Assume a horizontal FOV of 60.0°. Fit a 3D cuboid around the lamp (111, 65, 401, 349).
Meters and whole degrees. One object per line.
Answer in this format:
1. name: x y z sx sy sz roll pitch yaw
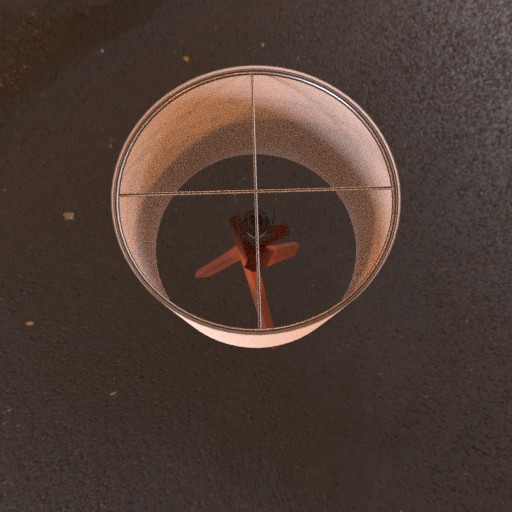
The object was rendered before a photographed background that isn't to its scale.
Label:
1. lamp: 0.000 0.000 0.913 0.380 0.686 0.380 -2 75 0
